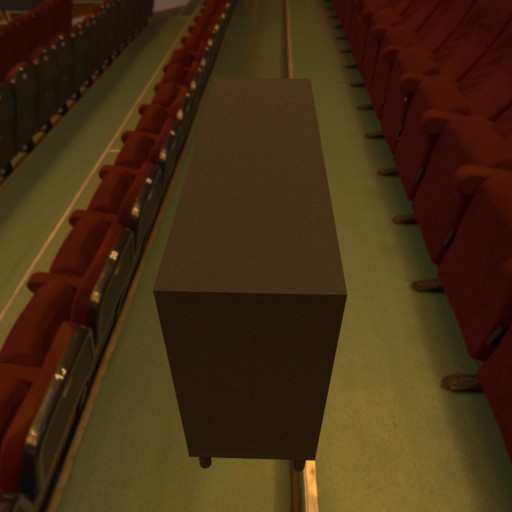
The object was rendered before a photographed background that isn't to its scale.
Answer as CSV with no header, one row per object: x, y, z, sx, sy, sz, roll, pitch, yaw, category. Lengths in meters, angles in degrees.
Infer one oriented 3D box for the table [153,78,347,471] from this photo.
0.000,0.000,1.617,0.400,0.855,1.200,1,41,1,table
